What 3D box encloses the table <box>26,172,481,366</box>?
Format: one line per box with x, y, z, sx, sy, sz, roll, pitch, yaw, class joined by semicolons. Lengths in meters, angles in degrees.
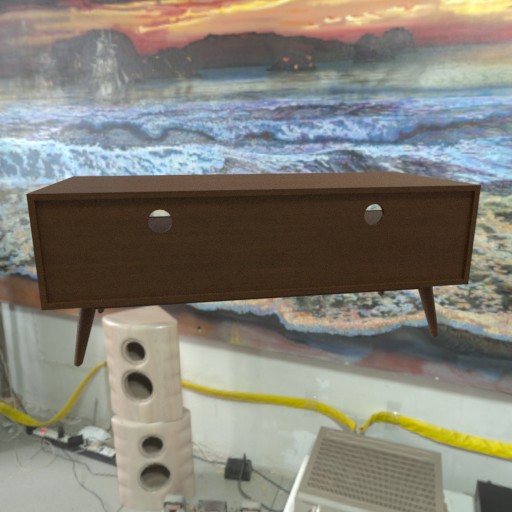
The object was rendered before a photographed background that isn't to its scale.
0.000;0.000;1.368;1.119;0.464;0.490;-3;15;-10;table
